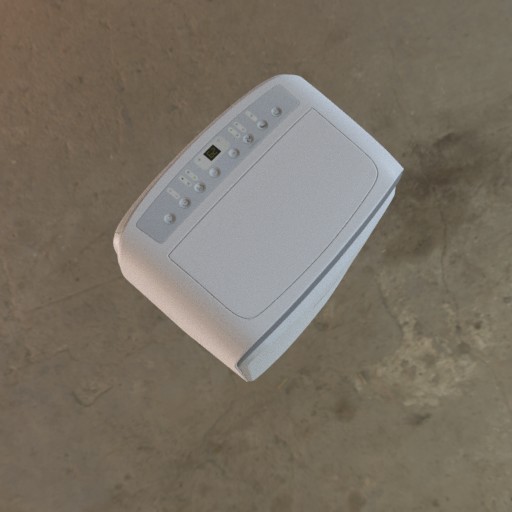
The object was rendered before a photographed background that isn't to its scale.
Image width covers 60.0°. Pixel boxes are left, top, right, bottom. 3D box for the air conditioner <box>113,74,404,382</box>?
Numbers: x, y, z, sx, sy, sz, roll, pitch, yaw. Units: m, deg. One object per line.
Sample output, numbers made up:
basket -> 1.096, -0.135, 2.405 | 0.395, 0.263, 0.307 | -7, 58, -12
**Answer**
air conditioner -> 0.000, 0.000, 0.960 | 0.365, 0.700, 0.454 | 40, 78, 10
